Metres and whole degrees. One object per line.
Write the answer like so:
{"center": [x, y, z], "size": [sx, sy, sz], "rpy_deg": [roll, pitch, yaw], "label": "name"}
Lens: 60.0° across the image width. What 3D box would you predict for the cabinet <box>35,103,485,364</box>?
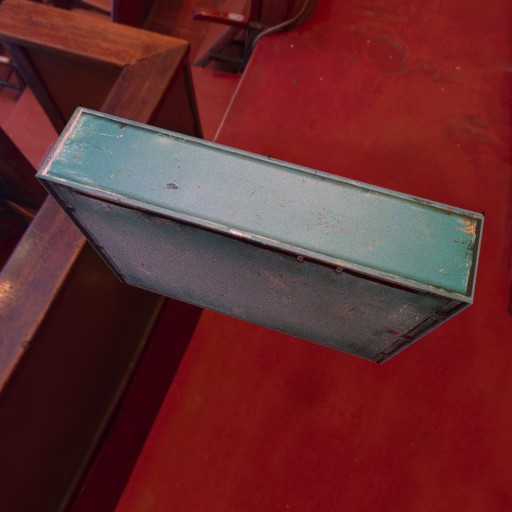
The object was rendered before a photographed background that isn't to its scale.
{"center": [0.000, 0.000, 4.012], "size": [3.001, 2.160, 0.680], "rpy_deg": [17, 68, 7], "label": "cabinet"}
